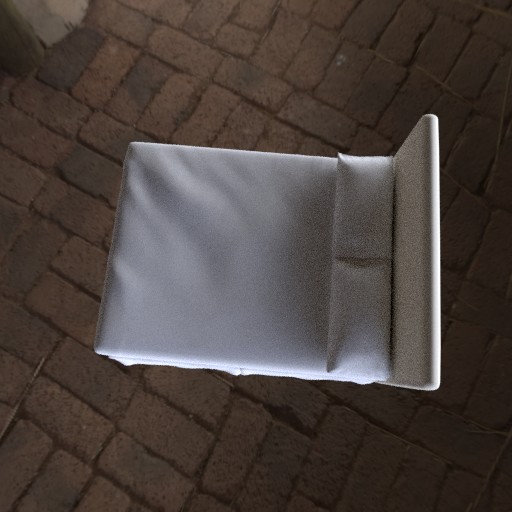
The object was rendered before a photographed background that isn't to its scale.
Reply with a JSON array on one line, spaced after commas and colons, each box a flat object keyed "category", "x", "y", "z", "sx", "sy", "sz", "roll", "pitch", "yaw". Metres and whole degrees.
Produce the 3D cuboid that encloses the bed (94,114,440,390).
[{"category": "bed", "x": 0.000, "y": 0.000, "z": 3.186, "sx": 2.147, "sy": 1.330, "sz": 1.714, "roll": 5, "pitch": 76, "yaw": 1}]
